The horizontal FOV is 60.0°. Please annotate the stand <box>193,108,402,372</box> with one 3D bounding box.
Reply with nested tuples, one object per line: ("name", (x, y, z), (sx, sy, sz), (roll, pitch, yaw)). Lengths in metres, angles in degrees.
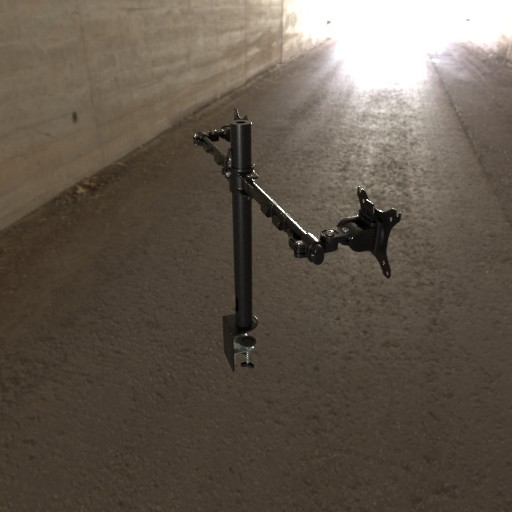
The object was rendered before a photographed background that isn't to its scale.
("stand", (0.000, 0.000, 1.009), (0.150, 0.603, 0.743), (-10, 31, -18))
